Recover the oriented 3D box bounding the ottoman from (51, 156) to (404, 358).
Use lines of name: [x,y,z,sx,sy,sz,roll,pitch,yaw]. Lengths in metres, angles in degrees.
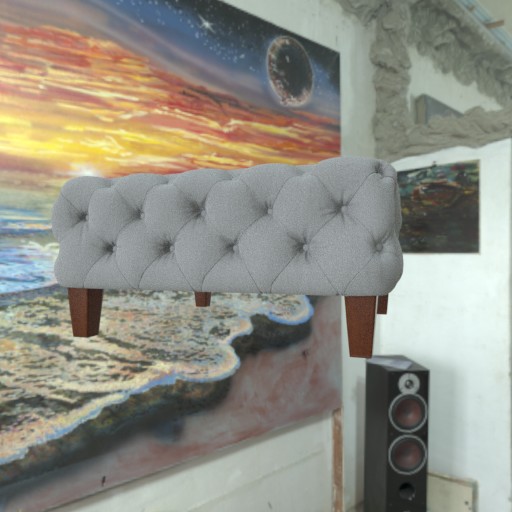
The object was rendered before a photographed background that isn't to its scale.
ottoman: [0.000,0.000,1.451,0.917,0.439,0.911,0,0,19]
